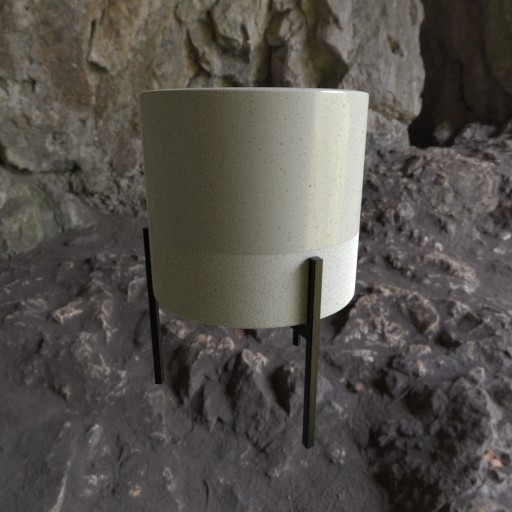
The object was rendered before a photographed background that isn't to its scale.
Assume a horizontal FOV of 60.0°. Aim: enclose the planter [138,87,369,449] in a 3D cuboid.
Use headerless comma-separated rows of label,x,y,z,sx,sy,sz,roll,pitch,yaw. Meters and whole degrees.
planter,0.000,0.000,0.333,0.152,0.230,0.159,-9,20,-26
